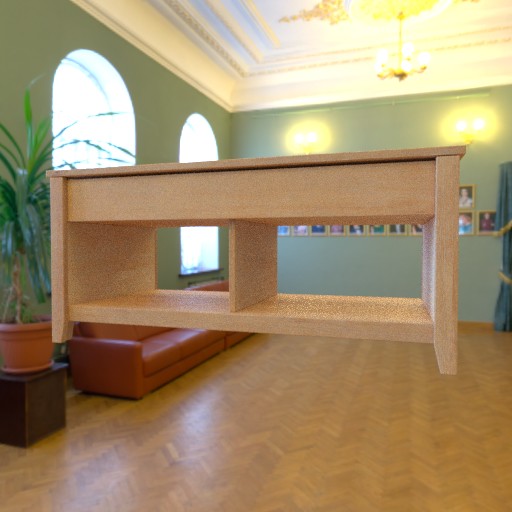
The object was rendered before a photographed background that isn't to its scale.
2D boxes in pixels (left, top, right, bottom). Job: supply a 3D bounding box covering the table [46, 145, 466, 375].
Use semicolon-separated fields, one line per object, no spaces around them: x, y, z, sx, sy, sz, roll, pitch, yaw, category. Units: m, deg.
0.000;0.000;1.258;1.016;0.457;0.483;0;2;17;table
